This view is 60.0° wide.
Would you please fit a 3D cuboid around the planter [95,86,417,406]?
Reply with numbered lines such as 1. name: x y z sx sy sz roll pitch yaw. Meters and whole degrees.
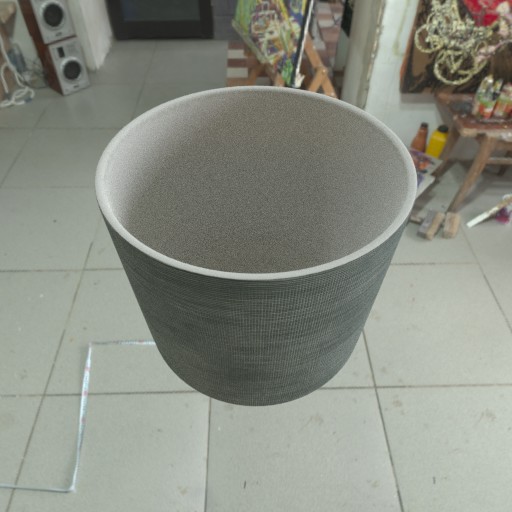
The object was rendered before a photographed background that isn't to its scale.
1. planter: 0.000 0.000 0.766 0.440 0.398 0.440 0 47 0
